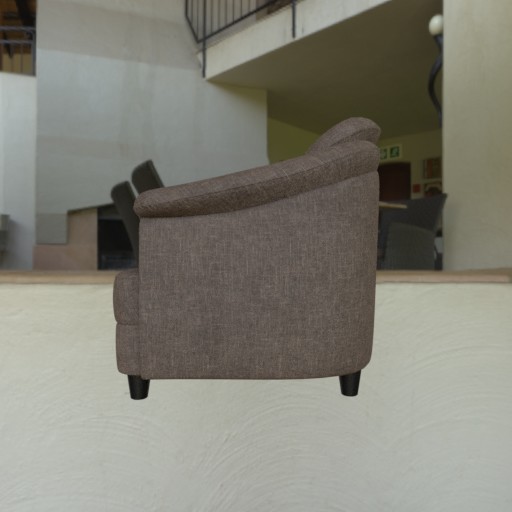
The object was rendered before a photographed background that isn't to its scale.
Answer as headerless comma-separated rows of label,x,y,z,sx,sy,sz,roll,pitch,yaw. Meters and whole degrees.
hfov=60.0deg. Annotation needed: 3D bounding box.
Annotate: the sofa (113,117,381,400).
sofa,0.000,0.000,1.518,0.794,0.811,0.870,0,0,1
